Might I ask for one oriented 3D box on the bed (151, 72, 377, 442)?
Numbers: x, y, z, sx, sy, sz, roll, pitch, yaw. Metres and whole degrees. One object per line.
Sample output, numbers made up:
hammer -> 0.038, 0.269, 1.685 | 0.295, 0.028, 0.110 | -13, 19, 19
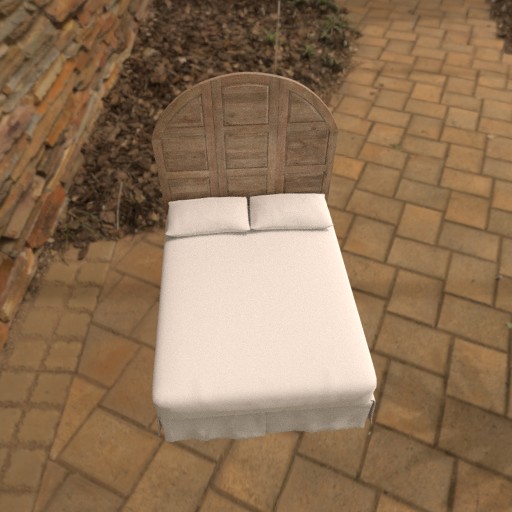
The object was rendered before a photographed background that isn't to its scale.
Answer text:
bed -> 0.000, 0.000, 3.489 | 1.713, 2.002, 2.112 | -3, 47, -3
